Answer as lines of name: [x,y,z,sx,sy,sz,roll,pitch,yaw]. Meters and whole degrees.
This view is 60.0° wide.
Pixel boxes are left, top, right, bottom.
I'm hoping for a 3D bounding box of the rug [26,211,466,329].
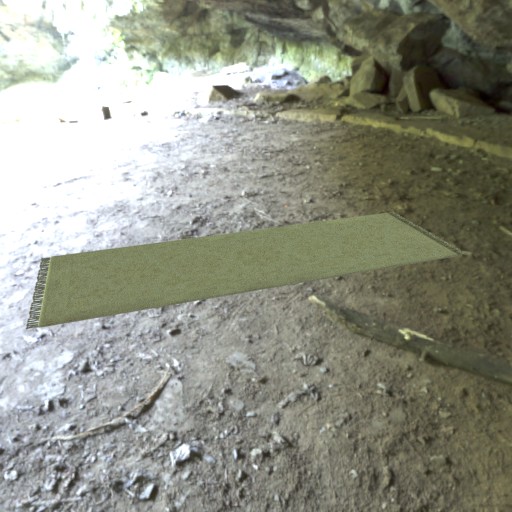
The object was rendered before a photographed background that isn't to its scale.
rug: [0.000,0.000,2.780,2.544,0.015,0.795,-8,27,-17]
